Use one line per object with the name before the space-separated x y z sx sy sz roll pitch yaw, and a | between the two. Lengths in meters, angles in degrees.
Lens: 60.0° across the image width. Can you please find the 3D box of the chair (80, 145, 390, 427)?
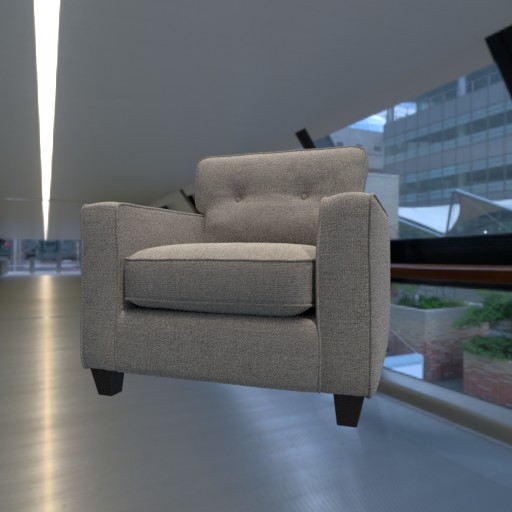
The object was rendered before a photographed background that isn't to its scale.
chair | 0.000 0.000 1.783 1.015 0.965 0.939 0 1 19
